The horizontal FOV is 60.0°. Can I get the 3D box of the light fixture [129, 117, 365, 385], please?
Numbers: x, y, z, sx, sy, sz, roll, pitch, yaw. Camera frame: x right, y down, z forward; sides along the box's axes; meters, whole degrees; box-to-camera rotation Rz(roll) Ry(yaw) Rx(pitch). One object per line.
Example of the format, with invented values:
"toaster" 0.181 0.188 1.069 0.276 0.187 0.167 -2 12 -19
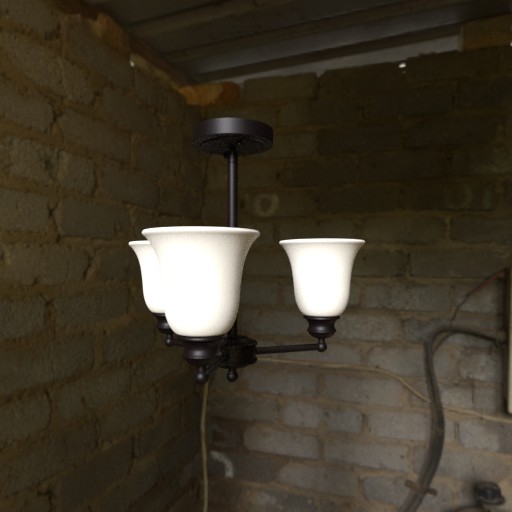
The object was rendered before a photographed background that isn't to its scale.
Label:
"light fixture" 0.000 0.000 0.666 0.354 0.370 0.388 0 -1 -19
